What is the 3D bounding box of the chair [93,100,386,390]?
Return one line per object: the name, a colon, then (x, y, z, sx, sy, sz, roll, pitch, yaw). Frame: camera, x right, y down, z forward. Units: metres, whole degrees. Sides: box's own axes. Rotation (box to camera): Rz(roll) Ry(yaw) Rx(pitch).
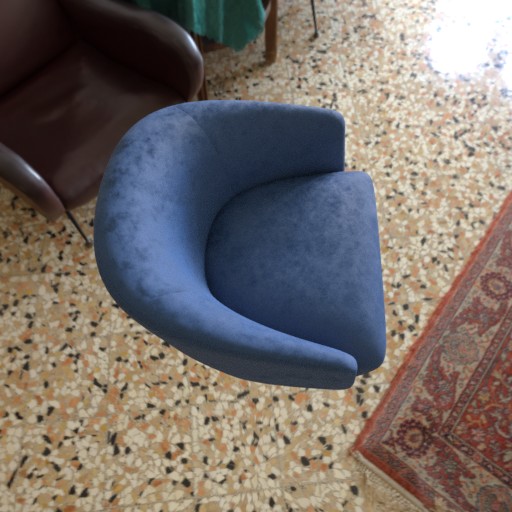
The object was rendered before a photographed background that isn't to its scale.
chair: (0.000, 0.000, 1.356, 0.767, 0.698, 0.773, 3, 64, 1)
